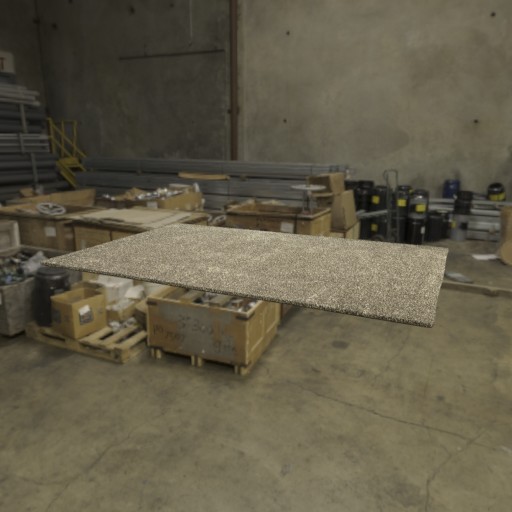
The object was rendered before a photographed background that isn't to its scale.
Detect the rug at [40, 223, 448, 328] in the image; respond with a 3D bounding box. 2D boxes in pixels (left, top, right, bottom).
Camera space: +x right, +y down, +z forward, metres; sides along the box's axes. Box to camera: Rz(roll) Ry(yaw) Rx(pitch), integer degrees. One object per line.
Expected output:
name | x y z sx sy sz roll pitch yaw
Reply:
rug | 0.000 0.000 3.001 2.350 0.025 1.502 7 16 24
